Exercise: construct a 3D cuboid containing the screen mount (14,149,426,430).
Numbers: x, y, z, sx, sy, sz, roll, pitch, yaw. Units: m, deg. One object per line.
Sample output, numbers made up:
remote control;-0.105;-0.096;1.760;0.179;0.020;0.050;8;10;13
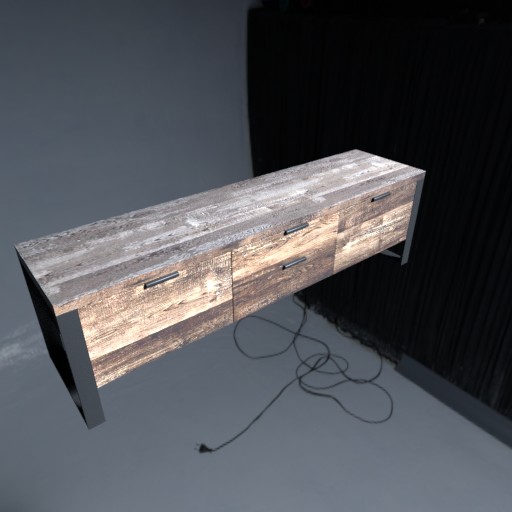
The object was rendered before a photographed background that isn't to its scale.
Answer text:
screen mount;0.000;0.000;1.706;1.524;0.450;0.395;-22;37;-32
